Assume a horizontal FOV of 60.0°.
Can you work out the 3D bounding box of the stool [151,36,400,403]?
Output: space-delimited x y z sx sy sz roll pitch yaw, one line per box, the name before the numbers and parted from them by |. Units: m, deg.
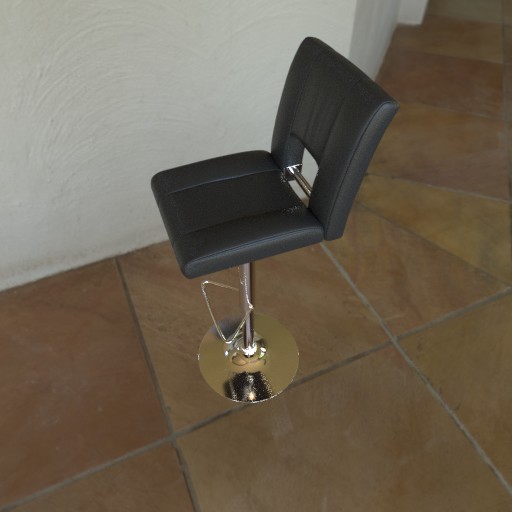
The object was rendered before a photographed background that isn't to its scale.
stool | 0.000 0.000 1.400 0.520 1.151 0.415 -16 49 -14
